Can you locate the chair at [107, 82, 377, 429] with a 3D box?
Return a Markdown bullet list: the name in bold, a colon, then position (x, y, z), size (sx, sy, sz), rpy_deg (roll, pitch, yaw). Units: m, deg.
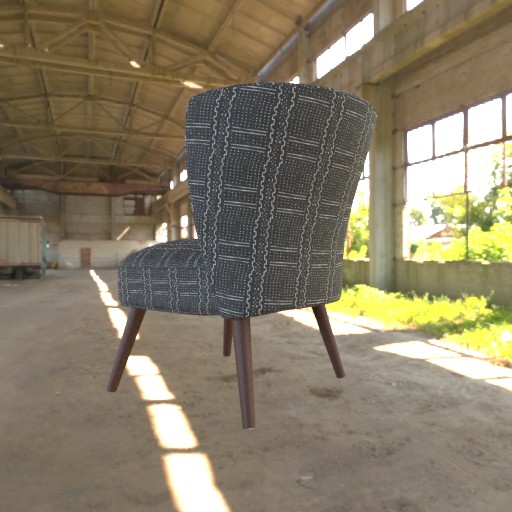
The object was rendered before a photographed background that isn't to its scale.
- **chair**: position (0.000, 0.000, 1.425), size (0.758, 0.866, 0.710), rpy_deg (1, 1, 35)
